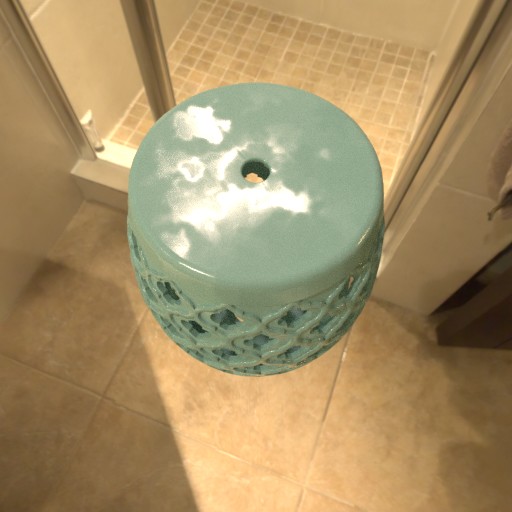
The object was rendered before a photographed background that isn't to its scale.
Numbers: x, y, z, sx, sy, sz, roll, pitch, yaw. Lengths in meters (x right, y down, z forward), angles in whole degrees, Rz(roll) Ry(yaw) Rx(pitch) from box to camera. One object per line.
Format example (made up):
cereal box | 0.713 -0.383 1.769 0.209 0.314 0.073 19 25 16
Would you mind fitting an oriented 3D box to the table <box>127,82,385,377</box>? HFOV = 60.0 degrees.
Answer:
table | 0.000 0.000 0.623 0.325 0.388 0.325 0 63 0
